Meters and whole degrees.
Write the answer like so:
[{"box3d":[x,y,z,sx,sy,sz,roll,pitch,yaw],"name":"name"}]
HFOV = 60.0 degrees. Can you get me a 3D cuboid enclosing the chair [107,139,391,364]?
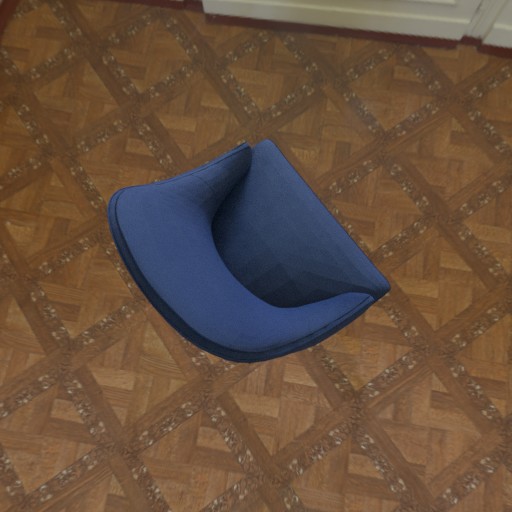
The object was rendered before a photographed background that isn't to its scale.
[{"box3d":[0.000,0.000,1.306,0.575,0.889,0.643,-35,78,-8],"name":"chair"}]
